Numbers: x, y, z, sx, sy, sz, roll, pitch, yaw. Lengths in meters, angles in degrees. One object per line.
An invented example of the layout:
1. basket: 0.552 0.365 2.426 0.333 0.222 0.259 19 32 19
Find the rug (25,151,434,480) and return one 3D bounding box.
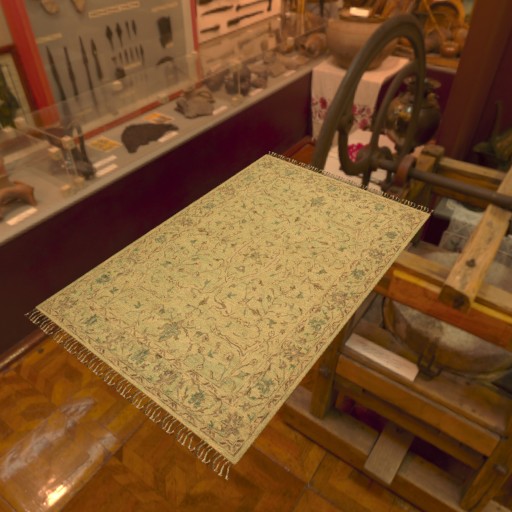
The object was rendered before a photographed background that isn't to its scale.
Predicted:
1. rug: 0.000 0.000 2.937 1.544 0.010 2.435 27 48 27
